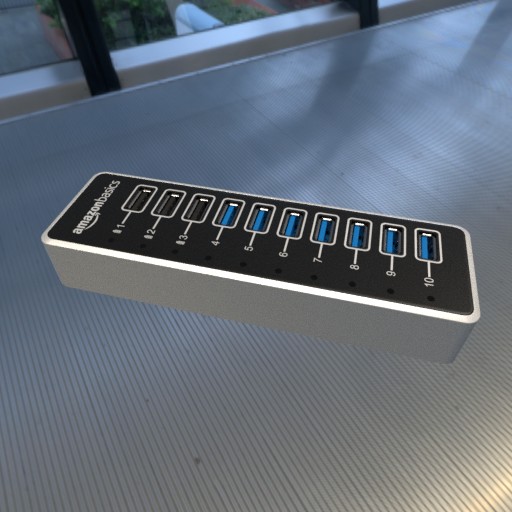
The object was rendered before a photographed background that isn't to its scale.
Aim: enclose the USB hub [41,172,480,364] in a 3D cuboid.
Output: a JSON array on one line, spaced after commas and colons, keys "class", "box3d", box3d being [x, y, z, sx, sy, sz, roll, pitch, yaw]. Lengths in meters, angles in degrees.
[{"class": "USB hub", "box3d": [0.000, 0.000, 0.162, 0.145, 0.023, 0.044, 10, 46, 10]}]
